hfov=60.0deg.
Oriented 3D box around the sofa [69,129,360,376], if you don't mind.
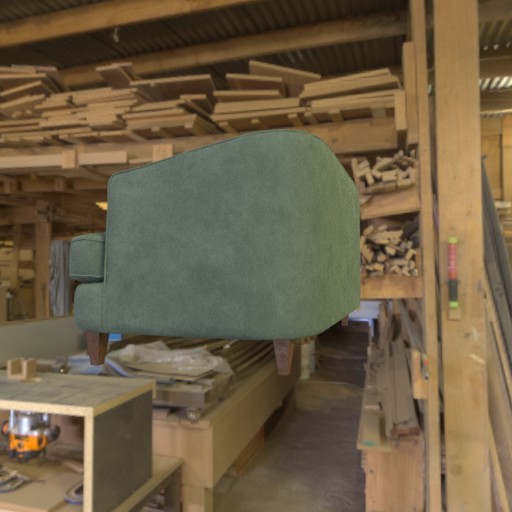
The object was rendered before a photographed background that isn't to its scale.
[{"bbox_3d":[0.000,0.000,2.306,0.941,0.855,1.733,-1,-2,19],"label":"sofa"}]
